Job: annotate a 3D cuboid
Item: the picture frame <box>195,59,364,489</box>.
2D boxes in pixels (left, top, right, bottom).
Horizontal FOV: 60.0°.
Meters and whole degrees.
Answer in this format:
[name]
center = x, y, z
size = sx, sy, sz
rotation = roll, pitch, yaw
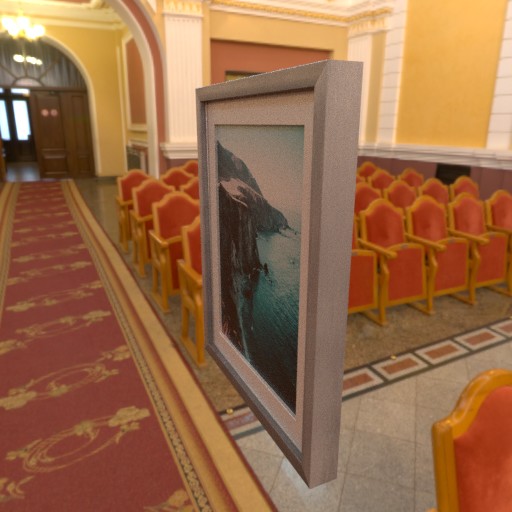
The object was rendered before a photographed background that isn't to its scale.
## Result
[picture frame]
center = 0.000, 0.000, 0.745
size = 0.046, 0.555, 0.449
rotation = -8, 18, -24
